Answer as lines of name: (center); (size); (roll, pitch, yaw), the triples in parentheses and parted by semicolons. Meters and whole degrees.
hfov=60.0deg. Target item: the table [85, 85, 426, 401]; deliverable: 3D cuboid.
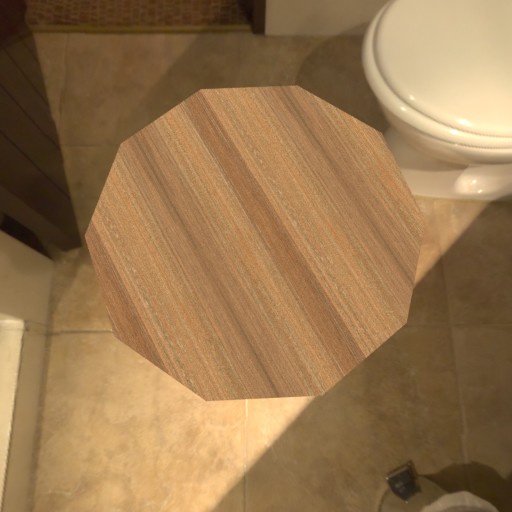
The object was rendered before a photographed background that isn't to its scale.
table: (0.000, 0.000, 1.904); (1.186, 0.752, 1.186); (0, 75, 0)
